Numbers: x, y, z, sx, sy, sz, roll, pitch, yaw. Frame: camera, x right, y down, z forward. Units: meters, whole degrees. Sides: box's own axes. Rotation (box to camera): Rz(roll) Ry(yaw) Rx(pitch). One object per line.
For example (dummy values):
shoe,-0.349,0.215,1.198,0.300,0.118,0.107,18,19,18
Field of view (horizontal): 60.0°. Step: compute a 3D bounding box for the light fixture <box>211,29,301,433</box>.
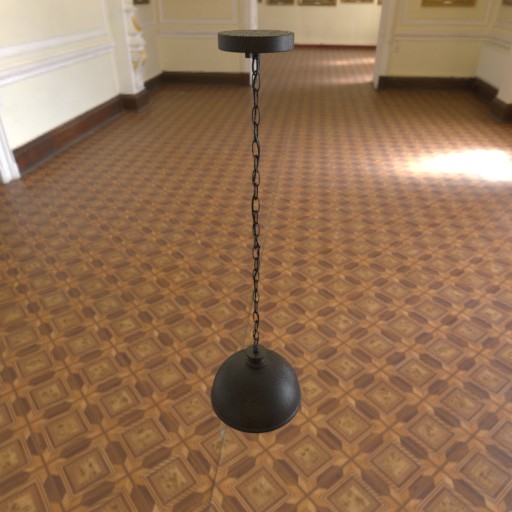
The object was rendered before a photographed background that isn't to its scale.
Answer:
light fixture,0.000,0.000,1.208,0.304,1.090,0.304,11,33,17
